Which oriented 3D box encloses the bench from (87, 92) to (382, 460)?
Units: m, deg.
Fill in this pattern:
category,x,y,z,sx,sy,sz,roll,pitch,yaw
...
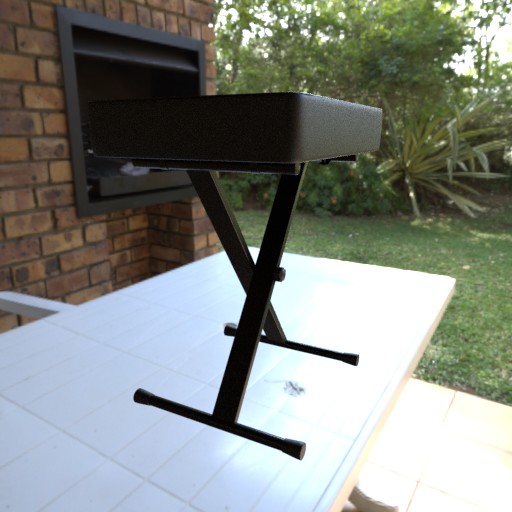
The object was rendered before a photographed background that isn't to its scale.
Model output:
category,x,y,z,sx,sy,sz,roll,pitch,yaw
bench,0.000,0.000,0.778,0.321,0.500,0.424,8,17,26
